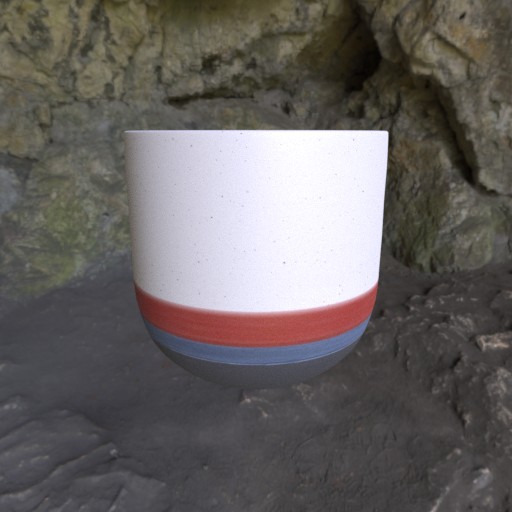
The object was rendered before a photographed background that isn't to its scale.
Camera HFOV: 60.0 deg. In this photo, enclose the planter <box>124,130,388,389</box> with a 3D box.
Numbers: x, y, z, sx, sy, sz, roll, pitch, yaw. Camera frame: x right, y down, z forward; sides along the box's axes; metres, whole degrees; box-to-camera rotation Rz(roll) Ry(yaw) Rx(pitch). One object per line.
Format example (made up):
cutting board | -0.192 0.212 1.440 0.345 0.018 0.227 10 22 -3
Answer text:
planter | 0.000 0.000 0.498 0.268 0.270 0.268 0 15 0
